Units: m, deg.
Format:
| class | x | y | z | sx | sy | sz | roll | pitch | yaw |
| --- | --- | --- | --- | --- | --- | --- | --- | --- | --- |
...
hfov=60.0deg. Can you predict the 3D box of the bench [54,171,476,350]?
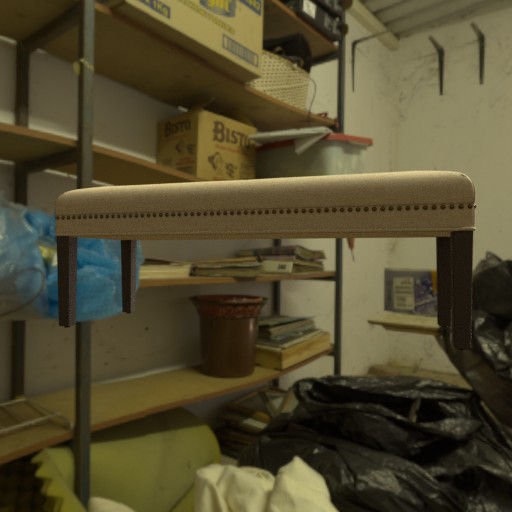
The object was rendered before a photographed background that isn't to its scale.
| class | x | y | z | sx | sy | sz | roll | pitch | yaw |
| --- | --- | --- | --- | --- | --- | --- | --- | --- | --- |
| bench | 0.000 | 0.000 | 1.424 | 1.219 | 0.457 | 0.410 | 0 | 0 | 17 |
